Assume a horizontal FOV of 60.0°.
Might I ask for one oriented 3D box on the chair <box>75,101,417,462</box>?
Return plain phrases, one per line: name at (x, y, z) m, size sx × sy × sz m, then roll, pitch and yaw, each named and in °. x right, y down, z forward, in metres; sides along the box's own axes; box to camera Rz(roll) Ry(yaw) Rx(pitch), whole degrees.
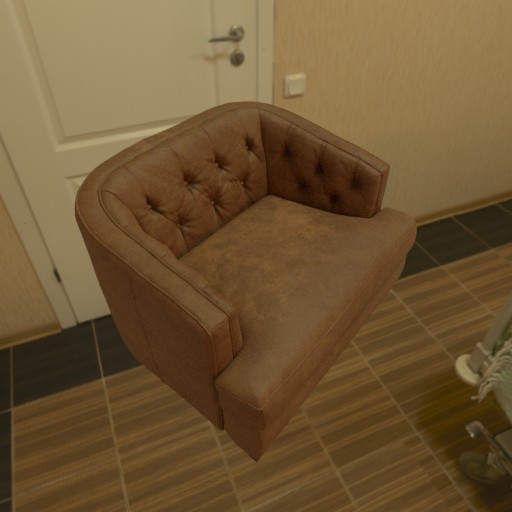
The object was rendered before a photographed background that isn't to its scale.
chair at (0.000, 0.000, 1.770) m, size 0.911 × 0.836 × 1.119 m, roll 28°, pitch 49°, yaw 27°
